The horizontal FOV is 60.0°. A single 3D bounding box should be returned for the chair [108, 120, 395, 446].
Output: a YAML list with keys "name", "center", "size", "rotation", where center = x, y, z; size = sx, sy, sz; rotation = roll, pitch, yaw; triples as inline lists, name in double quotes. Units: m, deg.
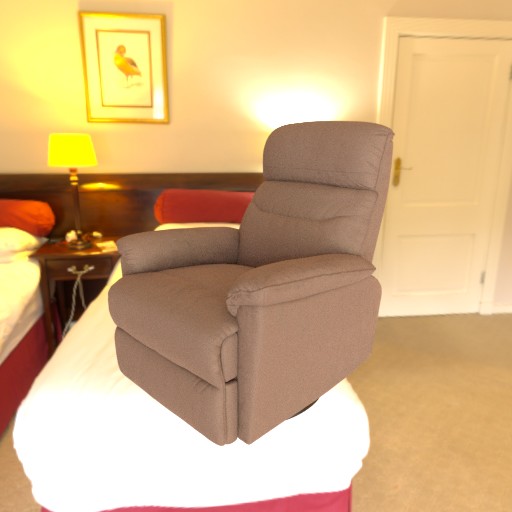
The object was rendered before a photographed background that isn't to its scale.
- name: "chair"
  center: [0.000, 0.000, 1.742]
  size: [1.004, 1.037, 0.820]
  rotation: [-14, 21, -42]
